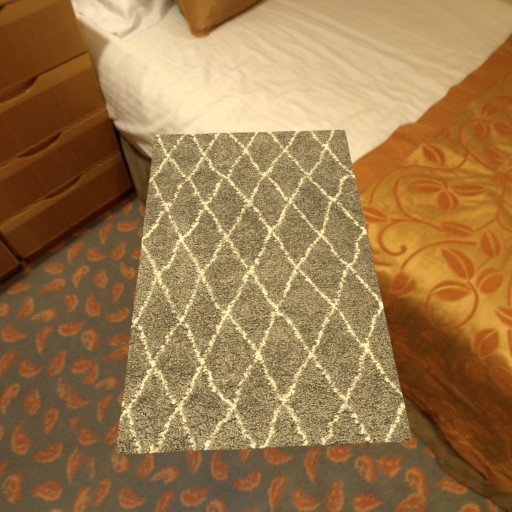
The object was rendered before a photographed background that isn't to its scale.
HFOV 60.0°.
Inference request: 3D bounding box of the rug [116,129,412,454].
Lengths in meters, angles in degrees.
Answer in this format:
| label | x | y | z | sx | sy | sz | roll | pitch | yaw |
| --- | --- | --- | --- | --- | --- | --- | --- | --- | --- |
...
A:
| label | x | y | z | sx | sy | sz | roll | pitch | yaw |
| --- | --- | --- | --- | --- | --- | --- | --- | --- | --- |
| rug | 0.000 | 0.000 | 3.395 | 1.778 | 0.030 | 2.743 | -2 | 57 | -1 |
